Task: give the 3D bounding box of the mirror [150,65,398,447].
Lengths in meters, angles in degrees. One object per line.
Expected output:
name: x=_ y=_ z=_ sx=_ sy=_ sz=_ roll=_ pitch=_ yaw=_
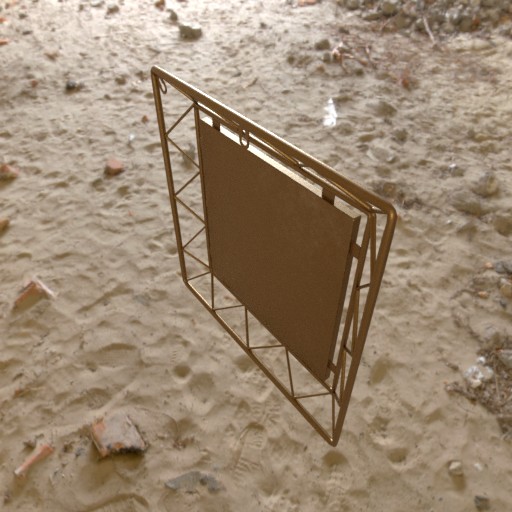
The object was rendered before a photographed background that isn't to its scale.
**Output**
mirror: x=0.000 y=0.000 z=0.616 sx=0.046 sy=0.414 sz=0.416 roll=-27 pitch=48 yaw=-27
